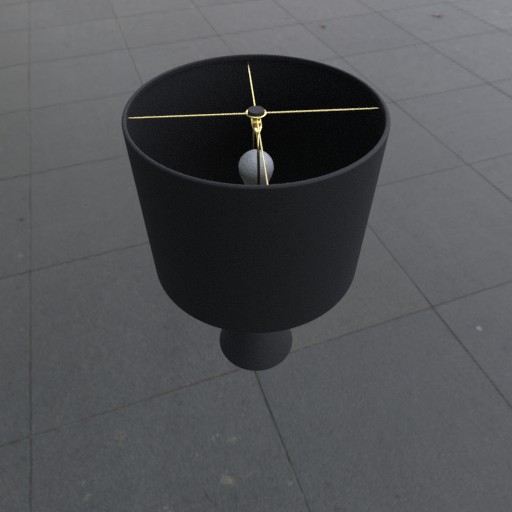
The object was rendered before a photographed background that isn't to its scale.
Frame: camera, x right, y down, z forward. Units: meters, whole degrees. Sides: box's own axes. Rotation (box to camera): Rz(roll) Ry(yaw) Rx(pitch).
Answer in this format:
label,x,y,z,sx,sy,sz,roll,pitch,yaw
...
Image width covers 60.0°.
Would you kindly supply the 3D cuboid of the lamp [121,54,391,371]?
label,x,y,z,sx,sy,sz,roll,pitch,yaw
lamp,0.000,0.000,0.812,0.359,0.584,0.359,-3,46,-3
